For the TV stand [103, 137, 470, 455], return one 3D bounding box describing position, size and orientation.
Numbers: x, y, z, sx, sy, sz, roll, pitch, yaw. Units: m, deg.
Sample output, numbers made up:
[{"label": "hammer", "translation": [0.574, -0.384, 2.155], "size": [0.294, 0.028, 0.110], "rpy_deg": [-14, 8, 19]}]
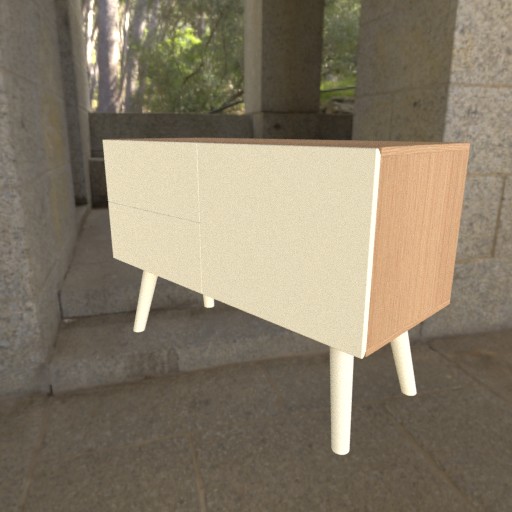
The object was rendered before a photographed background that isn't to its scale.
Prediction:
[{"label": "TV stand", "translation": [0.000, 0.000, 1.310], "size": [0.407, 0.660, 0.991], "rpy_deg": [-15, 22, -43]}]
